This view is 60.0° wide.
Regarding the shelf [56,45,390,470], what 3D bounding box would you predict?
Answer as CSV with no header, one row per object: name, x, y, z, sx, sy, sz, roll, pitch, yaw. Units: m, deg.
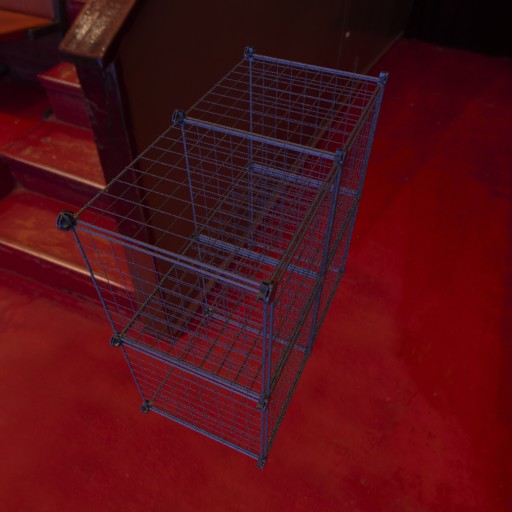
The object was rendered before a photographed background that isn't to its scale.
shelf,0.000,0.000,1.105,0.356,0.711,0.711,18,50,16
